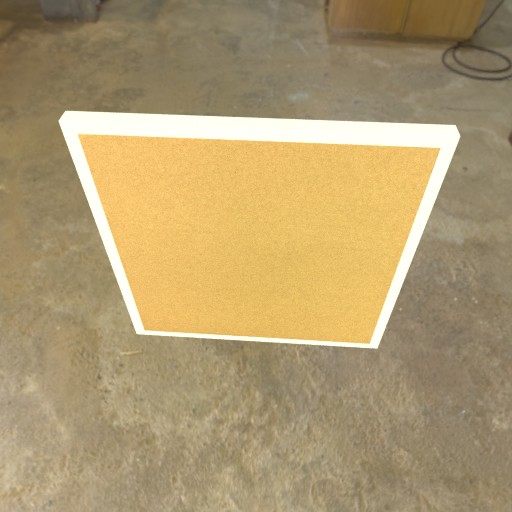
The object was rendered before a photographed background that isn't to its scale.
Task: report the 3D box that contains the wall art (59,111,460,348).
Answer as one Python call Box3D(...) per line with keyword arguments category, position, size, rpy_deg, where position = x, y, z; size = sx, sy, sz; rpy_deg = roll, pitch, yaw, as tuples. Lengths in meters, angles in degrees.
Box3D(category="wall art", position=(0.000, 0.000, 1.134), size=(0.763, 0.761, 0.038), rpy_deg=(3, 48, 3))
